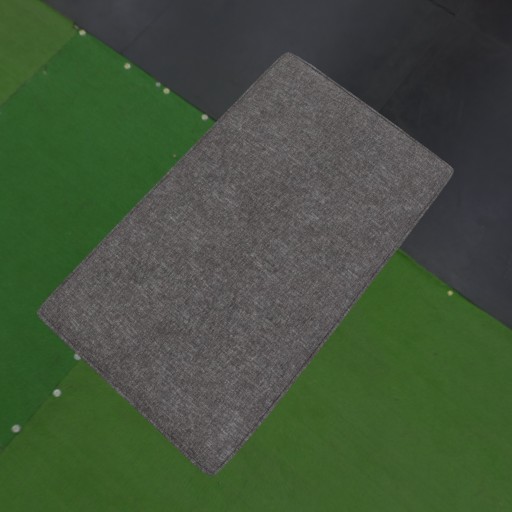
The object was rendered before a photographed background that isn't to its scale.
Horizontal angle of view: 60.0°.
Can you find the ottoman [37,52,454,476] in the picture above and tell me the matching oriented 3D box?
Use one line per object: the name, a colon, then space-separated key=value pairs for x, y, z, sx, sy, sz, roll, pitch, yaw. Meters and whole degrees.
ottoman: x=0.000 y=0.000 z=1.515 sx=0.717 sy=0.487 sz=1.184 roll=40 pitch=79 yaw=9
